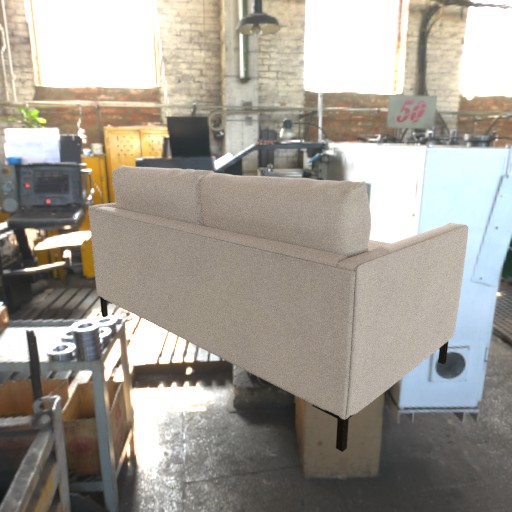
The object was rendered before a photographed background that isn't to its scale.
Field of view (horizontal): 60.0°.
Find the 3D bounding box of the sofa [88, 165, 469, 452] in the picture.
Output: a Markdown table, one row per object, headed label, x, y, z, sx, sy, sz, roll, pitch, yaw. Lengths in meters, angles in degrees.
| label | x | y | z | sx | sy | sz | roll | pitch | yaw |
| --- | --- | --- | --- | --- | --- | --- | --- | --- | --- |
| sofa | 0.000 | 0.000 | 2.142 | 1.682 | 0.840 | 0.875 | 14 | 20 | 42 |
